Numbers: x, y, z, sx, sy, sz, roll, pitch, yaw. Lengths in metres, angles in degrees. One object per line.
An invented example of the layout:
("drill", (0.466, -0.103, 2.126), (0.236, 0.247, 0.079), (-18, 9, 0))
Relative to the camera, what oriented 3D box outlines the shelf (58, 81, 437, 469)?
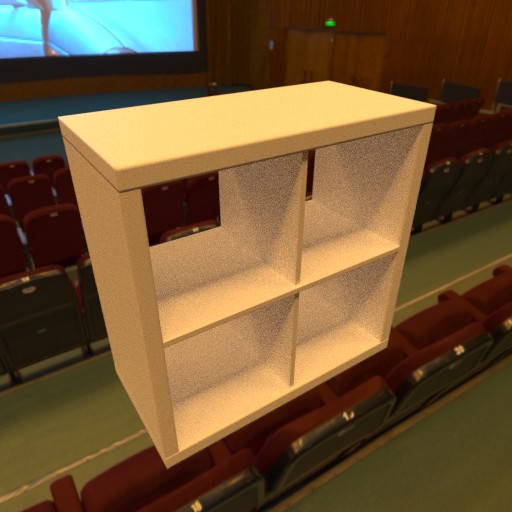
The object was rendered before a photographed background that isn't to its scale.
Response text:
("shelf", (0.000, 0.000, 1.229), (0.790, 0.786, 0.390), (-19, 36, -28))
